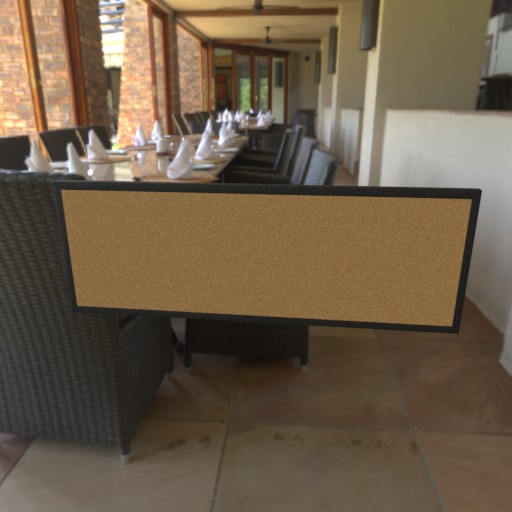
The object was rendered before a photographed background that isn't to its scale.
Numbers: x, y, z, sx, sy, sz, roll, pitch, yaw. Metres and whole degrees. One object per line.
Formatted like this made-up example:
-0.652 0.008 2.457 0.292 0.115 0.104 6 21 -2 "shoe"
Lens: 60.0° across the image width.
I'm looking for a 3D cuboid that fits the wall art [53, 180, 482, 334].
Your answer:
0.000 0.000 1.721 1.572 0.554 0.041 2 19 7 "wall art"
